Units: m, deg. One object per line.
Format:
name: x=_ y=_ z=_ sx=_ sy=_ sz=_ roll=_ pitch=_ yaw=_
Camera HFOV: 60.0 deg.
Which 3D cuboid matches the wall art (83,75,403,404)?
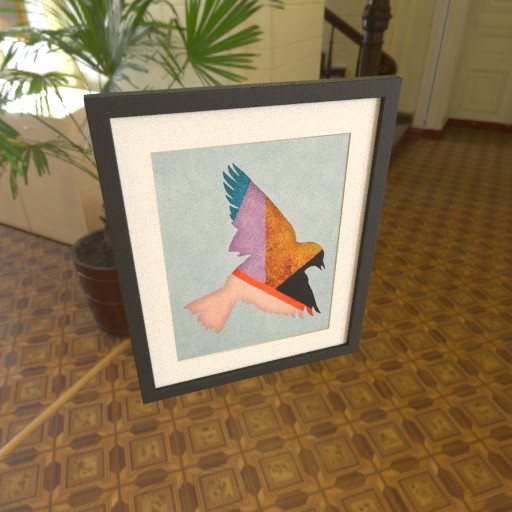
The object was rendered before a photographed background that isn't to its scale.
wall art: x=0.000 y=0.000 z=0.762 sx=0.457 sy=0.558 sz=0.028 roll=-10 pitch=33 yaw=-15
